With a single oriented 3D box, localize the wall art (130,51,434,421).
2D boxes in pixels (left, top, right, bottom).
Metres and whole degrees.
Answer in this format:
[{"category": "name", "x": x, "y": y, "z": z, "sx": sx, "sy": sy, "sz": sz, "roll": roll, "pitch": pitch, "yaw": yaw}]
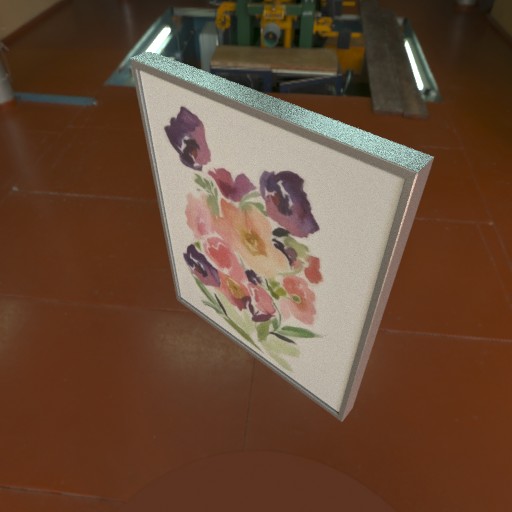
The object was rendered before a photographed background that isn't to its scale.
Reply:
[{"category": "wall art", "x": 0.000, "y": 0.000, "z": 0.745, "sx": 0.452, "sy": 0.549, "sz": 0.038, "roll": 31, "pitch": 52, "yaw": 28}]
